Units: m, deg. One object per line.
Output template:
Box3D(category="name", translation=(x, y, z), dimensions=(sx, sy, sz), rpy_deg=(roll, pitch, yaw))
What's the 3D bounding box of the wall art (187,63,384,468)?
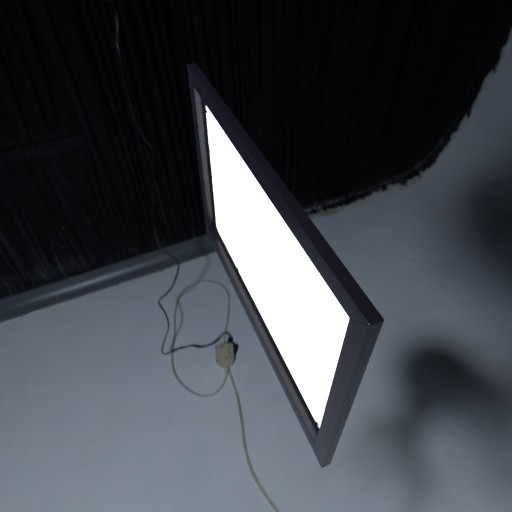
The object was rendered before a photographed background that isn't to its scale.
Box3D(category="wall art", translation=(0.000, 0.000, 0.559), dimensions=(0.013, 0.306, 0.440), rpy_deg=(-17, 50, -15))
